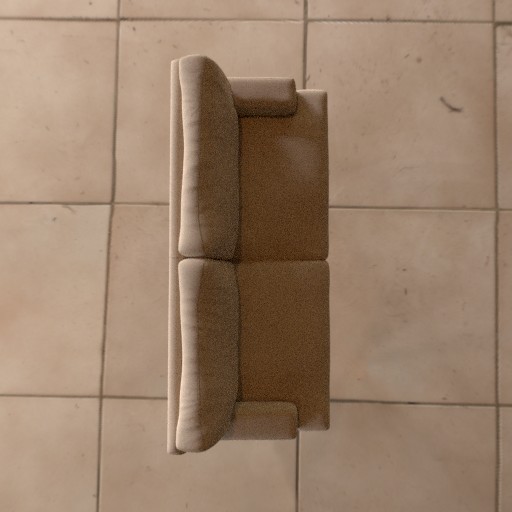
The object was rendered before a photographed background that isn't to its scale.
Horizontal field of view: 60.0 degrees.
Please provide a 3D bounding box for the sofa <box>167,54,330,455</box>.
[{"bbox_3d":[0.000,0.000,2.659,0.929,0.925,2.147,0,87,0],"label":"sofa"}]
